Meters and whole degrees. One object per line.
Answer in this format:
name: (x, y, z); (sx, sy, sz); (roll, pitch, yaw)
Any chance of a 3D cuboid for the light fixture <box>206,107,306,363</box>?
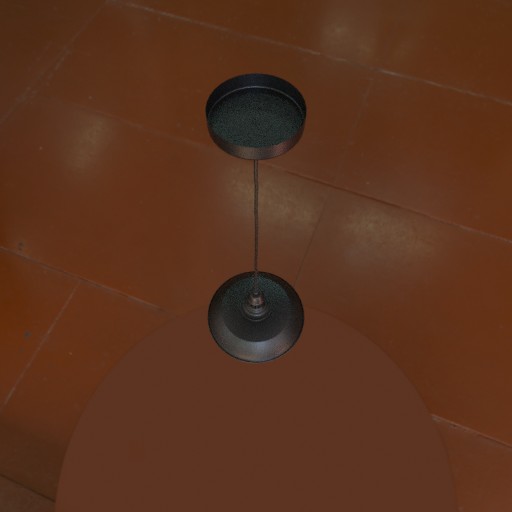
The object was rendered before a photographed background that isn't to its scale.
light fixture: (0.000, 0.000, 1.125); (0.331, 0.993, 0.331); (-31, 67, -15)
